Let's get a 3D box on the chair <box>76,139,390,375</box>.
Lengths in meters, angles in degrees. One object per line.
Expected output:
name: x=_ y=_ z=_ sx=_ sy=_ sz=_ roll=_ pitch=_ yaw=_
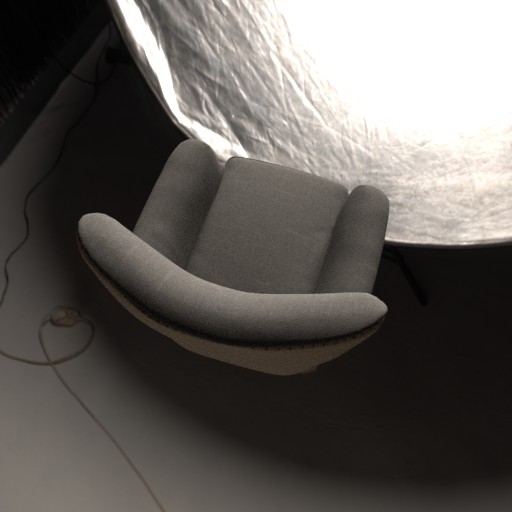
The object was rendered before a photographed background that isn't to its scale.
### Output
chair: x=0.000 y=0.000 z=1.645 sx=0.861 sy=0.936 sz=0.921 roll=17 pitch=64 yaw=8
